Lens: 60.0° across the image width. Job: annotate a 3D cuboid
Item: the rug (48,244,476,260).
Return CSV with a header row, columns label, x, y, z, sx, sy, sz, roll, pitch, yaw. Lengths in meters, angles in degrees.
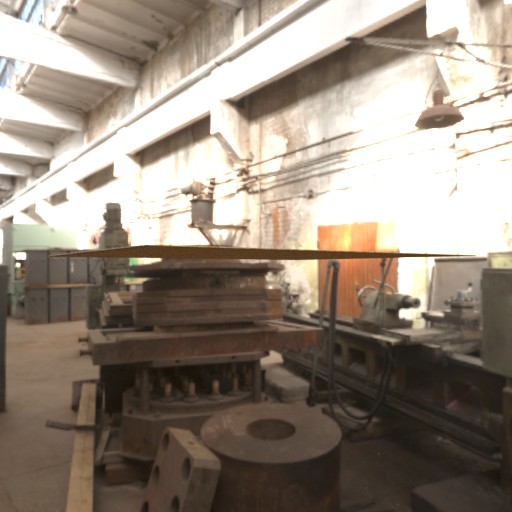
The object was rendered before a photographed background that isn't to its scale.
label,x,y,z,sx,sy,sz,roll,pitch,yaw
rug,0.000,0.000,4.010,3.037,0.011,2.433,1,-2,-36
